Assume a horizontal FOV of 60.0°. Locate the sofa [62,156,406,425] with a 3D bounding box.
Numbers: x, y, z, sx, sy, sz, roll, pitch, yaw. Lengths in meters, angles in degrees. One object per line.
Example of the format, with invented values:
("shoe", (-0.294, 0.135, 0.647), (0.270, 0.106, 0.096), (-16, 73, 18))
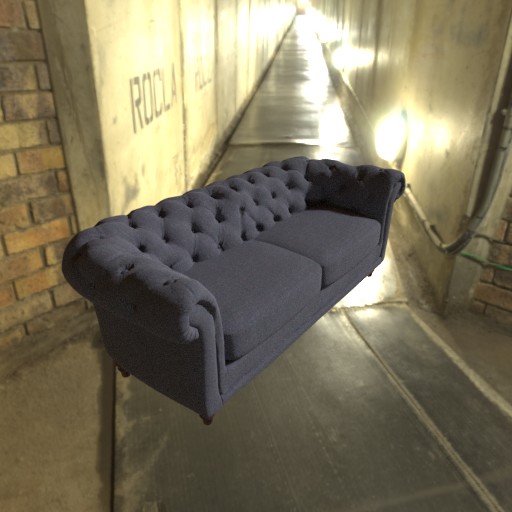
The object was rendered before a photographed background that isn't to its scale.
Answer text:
("sofa", (0.000, 0.000, 2.833), (1.046, 0.836, 2.335), (18, 31, 33))
